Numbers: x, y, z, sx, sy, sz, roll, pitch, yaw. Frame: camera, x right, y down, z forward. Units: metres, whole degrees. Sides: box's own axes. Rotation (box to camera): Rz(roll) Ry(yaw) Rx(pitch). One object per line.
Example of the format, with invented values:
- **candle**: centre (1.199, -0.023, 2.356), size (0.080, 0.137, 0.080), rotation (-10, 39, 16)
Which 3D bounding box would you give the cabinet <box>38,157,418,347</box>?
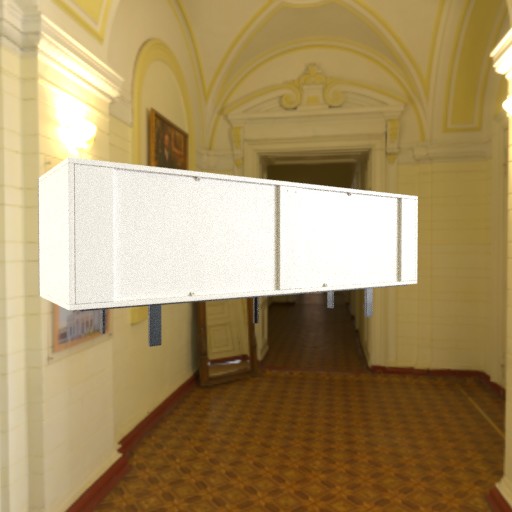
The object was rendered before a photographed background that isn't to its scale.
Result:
- **cabinet**: centre (0.000, 0.000, 1.759), size (1.499, 0.533, 0.431), rotation (-1, 1, -35)
